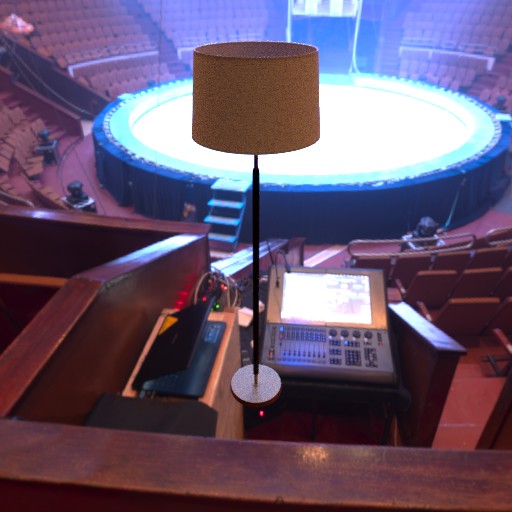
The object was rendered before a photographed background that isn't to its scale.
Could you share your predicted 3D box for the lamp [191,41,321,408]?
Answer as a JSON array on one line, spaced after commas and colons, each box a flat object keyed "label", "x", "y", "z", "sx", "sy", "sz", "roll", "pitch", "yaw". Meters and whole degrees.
[{"label": "lamp", "x": 0.000, "y": 0.000, "z": 1.692, "sx": 0.420, "sy": 1.447, "sz": 0.420, "roll": 0, "pitch": 32, "yaw": 0}]
